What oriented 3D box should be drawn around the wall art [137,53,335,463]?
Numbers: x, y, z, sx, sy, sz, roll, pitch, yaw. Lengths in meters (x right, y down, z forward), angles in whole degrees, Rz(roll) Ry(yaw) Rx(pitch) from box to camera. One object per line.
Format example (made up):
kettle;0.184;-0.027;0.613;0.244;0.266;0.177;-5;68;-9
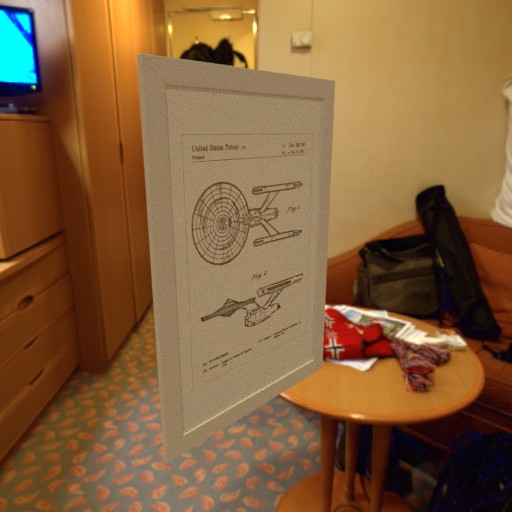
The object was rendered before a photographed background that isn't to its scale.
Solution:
wall art;0.000;0.000;0.845;0.011;0.659;0.454;15;21;42
